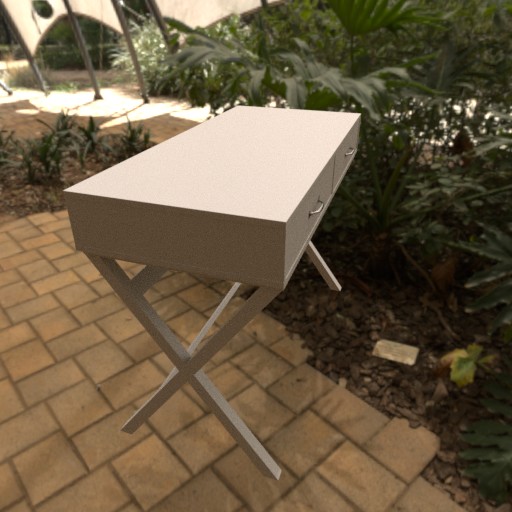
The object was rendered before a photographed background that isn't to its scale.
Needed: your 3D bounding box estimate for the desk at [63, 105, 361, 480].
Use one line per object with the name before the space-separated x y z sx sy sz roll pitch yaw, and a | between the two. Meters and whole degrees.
desk | 0.000 0.000 1.515 0.525 0.780 1.057 9 30 17
